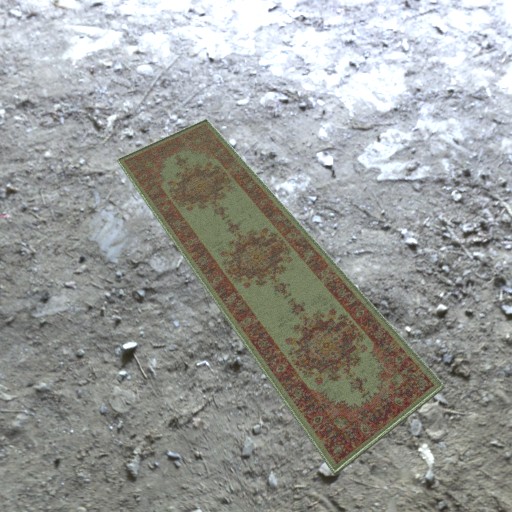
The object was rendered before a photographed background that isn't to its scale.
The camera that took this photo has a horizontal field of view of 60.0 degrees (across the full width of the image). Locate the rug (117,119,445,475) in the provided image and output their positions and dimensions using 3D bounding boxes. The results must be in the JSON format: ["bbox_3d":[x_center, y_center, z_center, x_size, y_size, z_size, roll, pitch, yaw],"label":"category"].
[{"bbox_3d":[0.000,0.000,2.043,0.562,0.009,1.824,-30,63,-17],"label":"rug"}]
